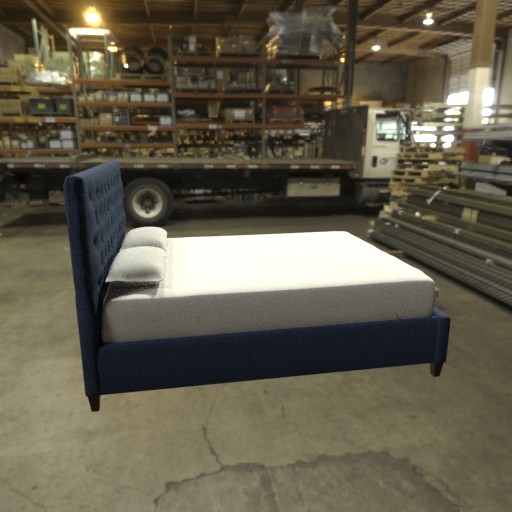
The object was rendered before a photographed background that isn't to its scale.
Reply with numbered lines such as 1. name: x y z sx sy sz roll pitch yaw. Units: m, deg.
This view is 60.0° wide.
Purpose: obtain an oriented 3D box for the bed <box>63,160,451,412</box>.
1. bed: 0.000 0.000 3.498 2.387 1.427 1.706 -3 15 -10
